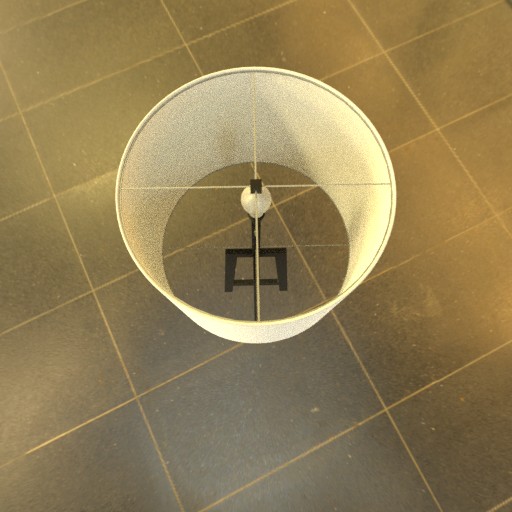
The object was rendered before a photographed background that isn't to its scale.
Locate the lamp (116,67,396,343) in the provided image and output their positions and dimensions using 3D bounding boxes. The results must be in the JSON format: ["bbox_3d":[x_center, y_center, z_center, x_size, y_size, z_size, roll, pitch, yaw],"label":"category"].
[{"bbox_3d":[0.000,0.000,0.639,0.257,0.489,0.257,43,79,11],"label":"lamp"}]
